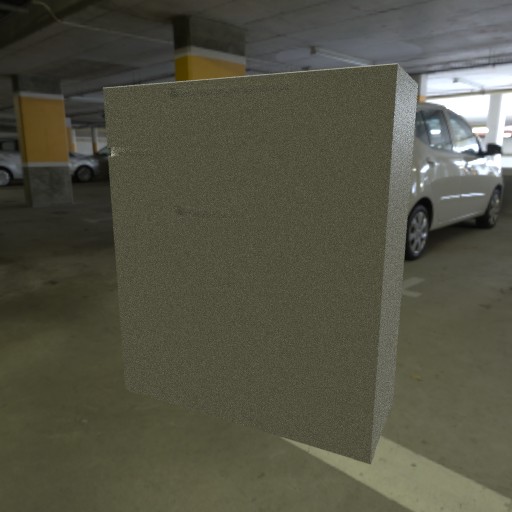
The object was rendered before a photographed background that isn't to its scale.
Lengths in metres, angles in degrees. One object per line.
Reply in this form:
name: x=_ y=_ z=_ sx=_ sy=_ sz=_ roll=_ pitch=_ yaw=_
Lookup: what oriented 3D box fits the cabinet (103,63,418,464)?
cabinet: x=0.000 y=0.000 z=1.648 sx=1.000 sy=1.190 sz=0.400 roll=7 pitch=15 yaw=26
